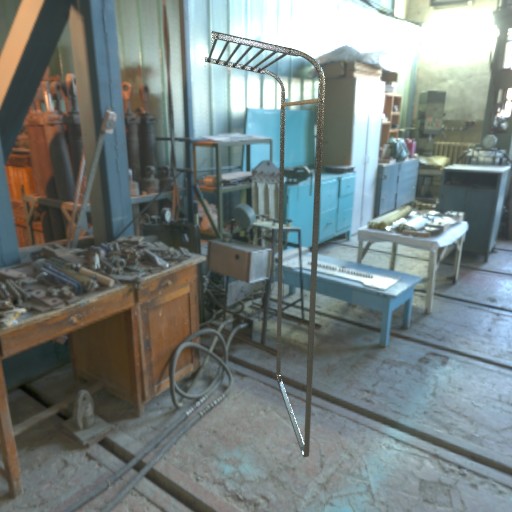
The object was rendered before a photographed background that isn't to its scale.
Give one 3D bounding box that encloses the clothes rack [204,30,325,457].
[{"bbox_3d":[0.000,0.000,1.830,0.349,1.574,0.609,-2,18,-8],"label":"clothes rack"}]
